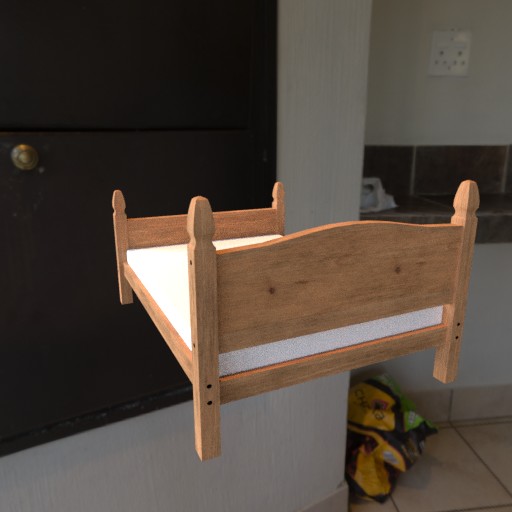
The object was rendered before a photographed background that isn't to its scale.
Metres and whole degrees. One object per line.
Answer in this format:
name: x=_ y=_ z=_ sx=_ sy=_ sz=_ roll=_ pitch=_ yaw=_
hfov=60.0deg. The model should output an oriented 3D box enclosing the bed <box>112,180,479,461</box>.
bed: x=0.000 y=0.000 z=2.912 sx=1.490 sy=1.100 sz=2.069 roll=-7 pitch=17 yaw=-25
